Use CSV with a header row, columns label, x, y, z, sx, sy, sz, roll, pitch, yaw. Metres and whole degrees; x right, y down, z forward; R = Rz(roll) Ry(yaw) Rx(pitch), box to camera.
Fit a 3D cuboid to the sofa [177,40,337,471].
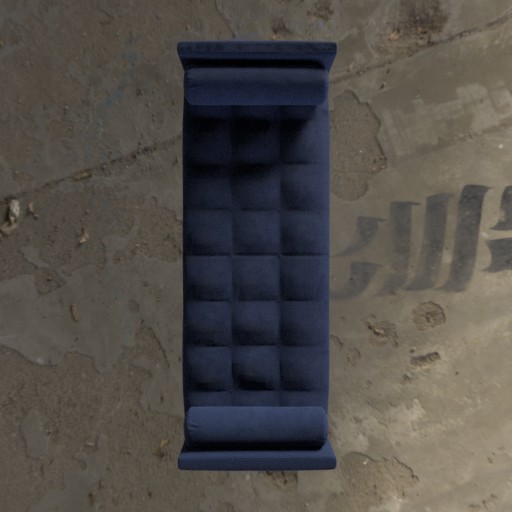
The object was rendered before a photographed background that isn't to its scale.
label,x,y,z,sx,sy,sz,roll,pitch,yaw
sofa,0.000,0.000,2.459,0.797,0.657,2.102,0,90,0
